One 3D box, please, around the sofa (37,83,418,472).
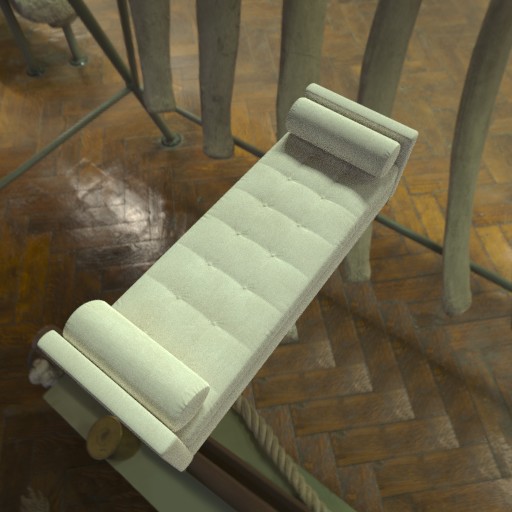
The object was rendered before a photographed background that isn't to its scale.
[{"bbox_3d":[0.000,0.000,2.292,0.686,0.635,1.981,33,64,18],"label":"sofa"}]
